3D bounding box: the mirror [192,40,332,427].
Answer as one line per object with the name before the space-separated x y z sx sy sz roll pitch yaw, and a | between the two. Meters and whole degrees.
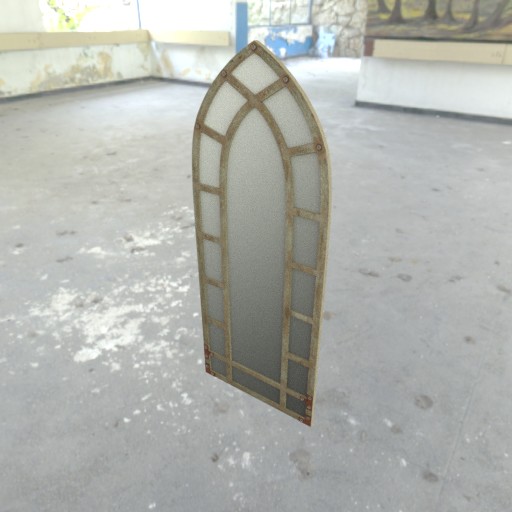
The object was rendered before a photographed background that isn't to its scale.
mirror | 0.000 0.000 1.340 0.464 1.175 0.025 18 34 30
